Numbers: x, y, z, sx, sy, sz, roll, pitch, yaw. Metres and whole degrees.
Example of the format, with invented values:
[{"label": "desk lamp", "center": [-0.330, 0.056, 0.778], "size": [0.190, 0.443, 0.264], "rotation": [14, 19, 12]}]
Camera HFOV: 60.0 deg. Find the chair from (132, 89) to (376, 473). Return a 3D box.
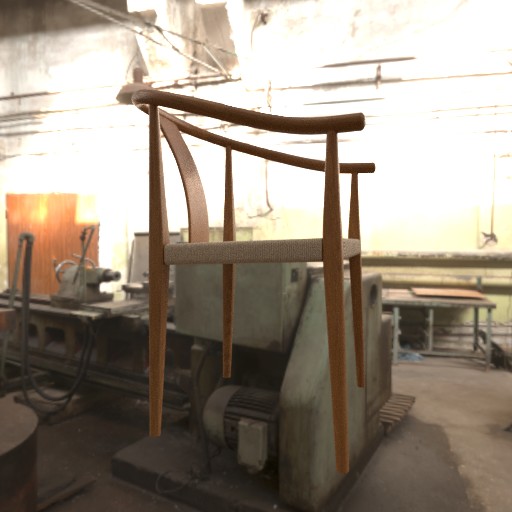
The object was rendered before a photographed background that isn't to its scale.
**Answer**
[{"label": "chair", "center": [0.000, 0.000, 1.148], "size": [0.579, 0.800, 0.556], "rotation": [1, 2, 17]}]
